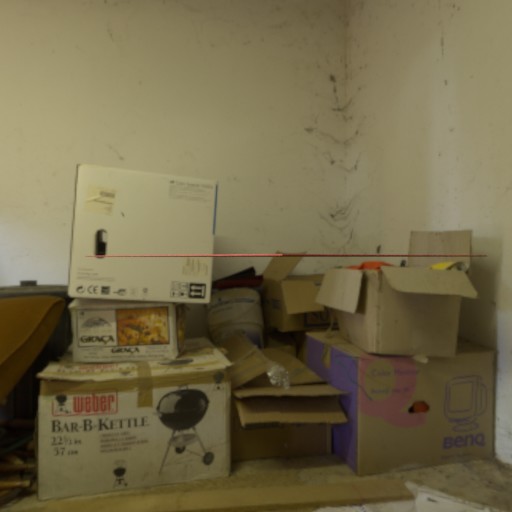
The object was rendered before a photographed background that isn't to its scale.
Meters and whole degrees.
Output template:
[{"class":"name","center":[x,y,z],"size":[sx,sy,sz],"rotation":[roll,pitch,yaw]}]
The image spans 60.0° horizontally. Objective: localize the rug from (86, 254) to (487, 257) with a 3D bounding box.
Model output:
[{"class":"rug","center":[0.000,0.000,2.329],"size":[1.209,0.008,1.814],"rotation":[0,0,-38]}]
